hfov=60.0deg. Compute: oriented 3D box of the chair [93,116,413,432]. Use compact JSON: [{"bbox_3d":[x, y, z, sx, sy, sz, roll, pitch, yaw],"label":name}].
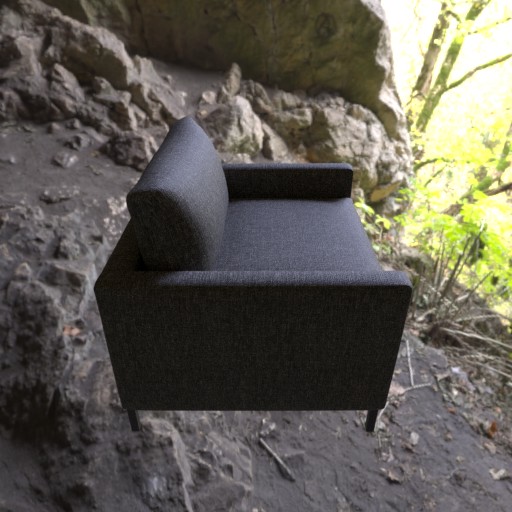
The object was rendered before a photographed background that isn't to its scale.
[{"bbox_3d":[0.000,0.000,1.650,0.866,0.861,0.963,0,32,0],"label":"chair"}]
